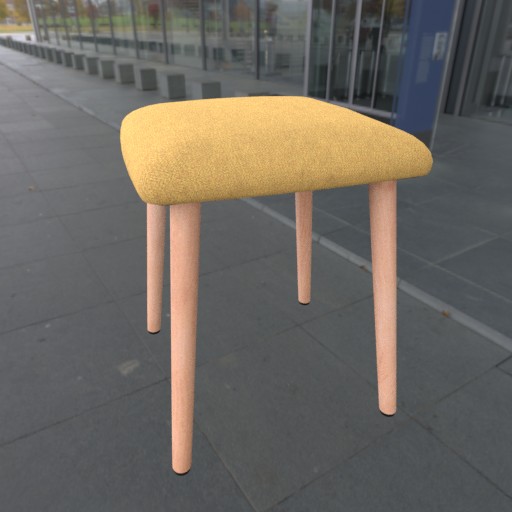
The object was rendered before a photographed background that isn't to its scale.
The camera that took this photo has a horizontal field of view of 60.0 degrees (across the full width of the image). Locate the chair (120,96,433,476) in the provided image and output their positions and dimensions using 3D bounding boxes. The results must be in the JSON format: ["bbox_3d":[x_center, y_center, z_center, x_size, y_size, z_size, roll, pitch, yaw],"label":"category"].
[{"bbox_3d":[0.000,0.000,0.679,0.350,0.440,0.350,-9,29,-16],"label":"chair"}]
